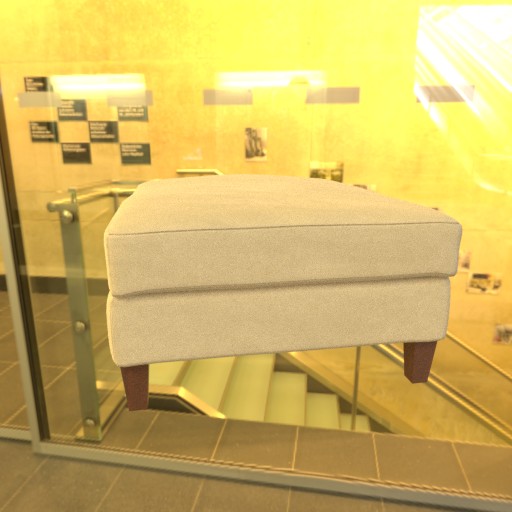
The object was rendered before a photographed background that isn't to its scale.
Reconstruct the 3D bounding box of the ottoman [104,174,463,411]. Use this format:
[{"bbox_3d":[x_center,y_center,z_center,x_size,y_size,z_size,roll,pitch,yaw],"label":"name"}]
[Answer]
[{"bbox_3d":[0.000,0.000,1.474,0.836,0.492,1.002,-3,15,-10],"label":"ottoman"}]
